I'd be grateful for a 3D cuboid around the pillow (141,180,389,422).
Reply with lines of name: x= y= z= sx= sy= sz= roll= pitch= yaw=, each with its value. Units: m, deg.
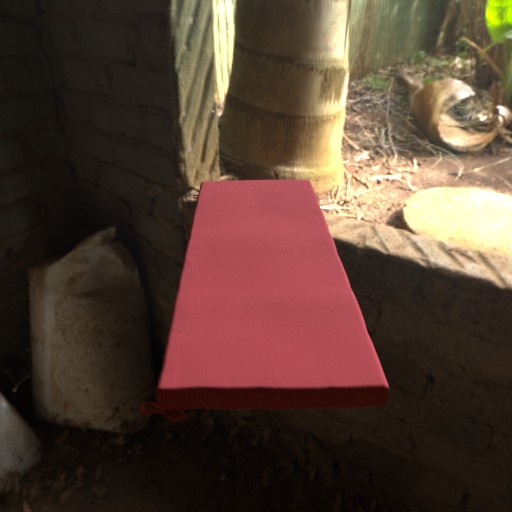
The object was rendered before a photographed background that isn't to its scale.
pillow: x=0.000 y=0.000 z=1.354 sx=0.492 sy=0.081 sz=1.187 roll=-1 pitch=30 yaw=-1
